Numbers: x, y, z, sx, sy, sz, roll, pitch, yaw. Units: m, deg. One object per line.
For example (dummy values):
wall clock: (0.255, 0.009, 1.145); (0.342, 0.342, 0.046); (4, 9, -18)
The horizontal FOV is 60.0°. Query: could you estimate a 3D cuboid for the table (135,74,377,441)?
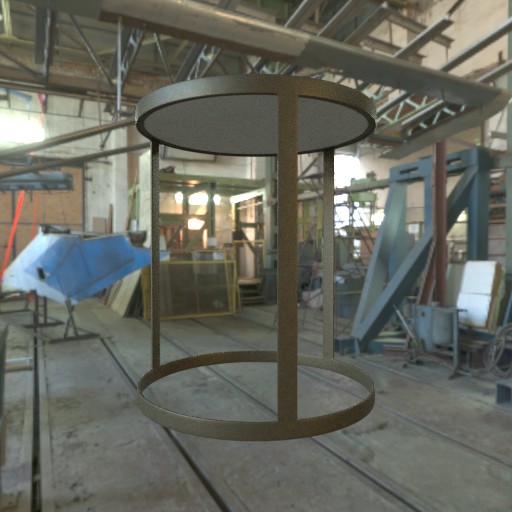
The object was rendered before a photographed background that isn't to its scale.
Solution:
table: (0.000, 0.000, 0.920); (0.480, 0.565, 0.480); (0, 1, 0)
